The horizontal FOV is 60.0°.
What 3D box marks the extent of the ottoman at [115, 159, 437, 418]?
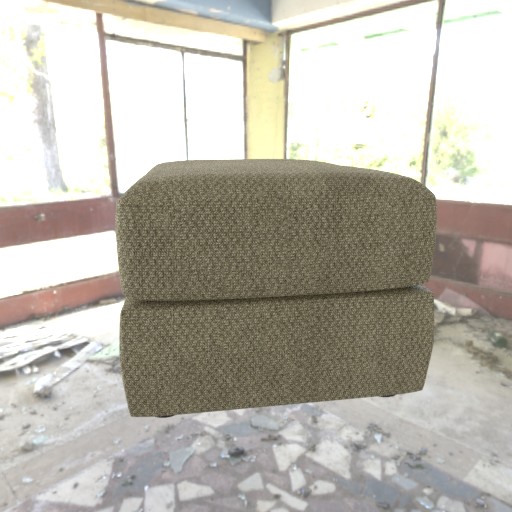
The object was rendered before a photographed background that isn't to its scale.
[{"bbox_3d":[0.000,0.000,1.145,0.603,0.476,0.751,-2,15,-9],"label":"ottoman"}]
